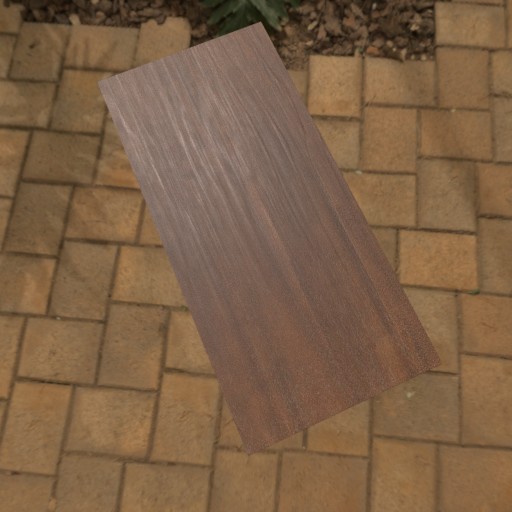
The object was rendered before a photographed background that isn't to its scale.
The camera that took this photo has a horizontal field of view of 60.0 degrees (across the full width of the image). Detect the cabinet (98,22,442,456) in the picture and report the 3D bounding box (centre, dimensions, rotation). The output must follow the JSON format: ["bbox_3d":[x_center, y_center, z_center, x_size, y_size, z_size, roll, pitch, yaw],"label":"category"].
[{"bbox_3d":[0.000,0.000,1.120,0.354,0.654,0.743,-23,77,-6],"label":"cabinet"}]
